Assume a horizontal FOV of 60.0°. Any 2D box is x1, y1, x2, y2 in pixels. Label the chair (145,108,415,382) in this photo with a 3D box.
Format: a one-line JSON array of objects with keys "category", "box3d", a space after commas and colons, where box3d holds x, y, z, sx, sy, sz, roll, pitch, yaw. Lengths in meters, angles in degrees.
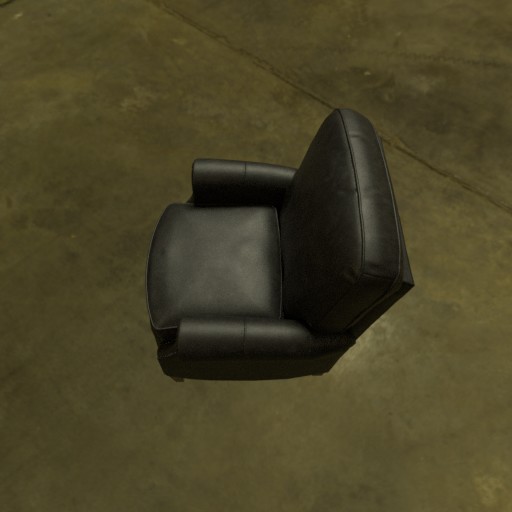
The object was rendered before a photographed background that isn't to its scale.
[{"category": "chair", "box3d": [0.000, 0.000, 1.838, 0.986, 1.018, 0.936, 0, 58, 0]}]
